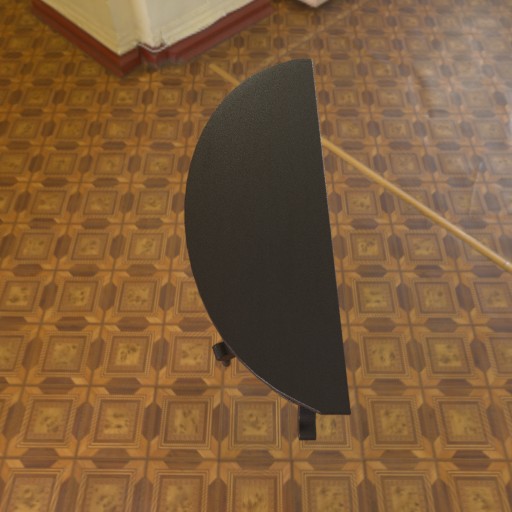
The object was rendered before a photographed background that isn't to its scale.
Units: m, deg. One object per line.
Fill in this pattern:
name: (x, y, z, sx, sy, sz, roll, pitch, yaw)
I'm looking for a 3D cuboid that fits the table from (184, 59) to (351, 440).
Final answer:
table: (0.000, 0.000, 1.531, 0.394, 0.692, 1.198, 0, 58, 0)
